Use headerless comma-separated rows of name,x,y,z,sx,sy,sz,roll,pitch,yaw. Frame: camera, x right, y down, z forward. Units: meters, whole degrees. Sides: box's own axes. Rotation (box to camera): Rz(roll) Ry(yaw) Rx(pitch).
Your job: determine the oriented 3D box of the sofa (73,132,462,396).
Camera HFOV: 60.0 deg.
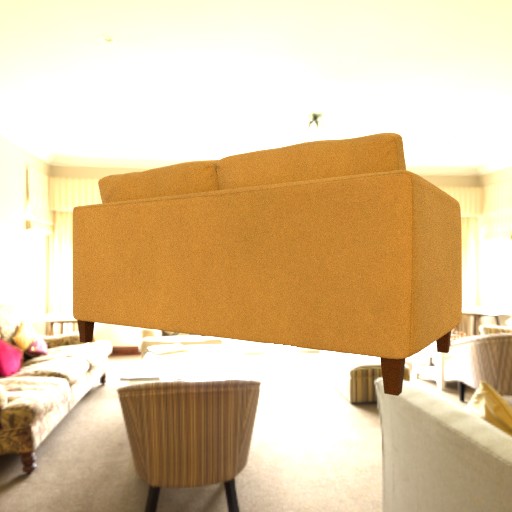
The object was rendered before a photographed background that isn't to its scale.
sofa,0.000,0.000,2.302,1.846,0.940,0.950,0,-1,34
